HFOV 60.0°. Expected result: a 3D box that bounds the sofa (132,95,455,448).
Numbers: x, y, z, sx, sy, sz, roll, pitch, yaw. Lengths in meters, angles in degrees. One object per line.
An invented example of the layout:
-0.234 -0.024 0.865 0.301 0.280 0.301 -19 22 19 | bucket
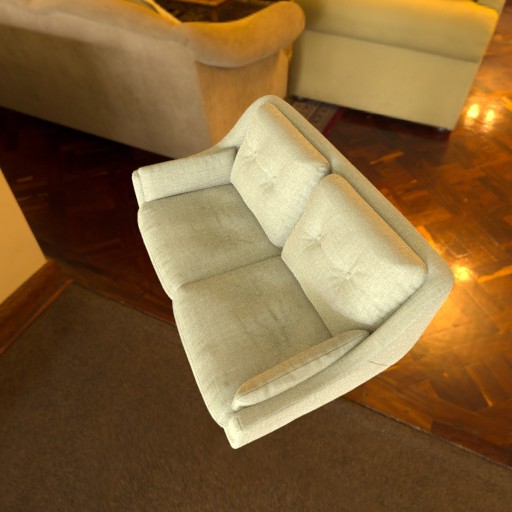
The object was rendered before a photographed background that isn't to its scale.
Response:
0.000 0.000 2.234 0.965 0.888 1.652 -18 49 -16 | sofa
